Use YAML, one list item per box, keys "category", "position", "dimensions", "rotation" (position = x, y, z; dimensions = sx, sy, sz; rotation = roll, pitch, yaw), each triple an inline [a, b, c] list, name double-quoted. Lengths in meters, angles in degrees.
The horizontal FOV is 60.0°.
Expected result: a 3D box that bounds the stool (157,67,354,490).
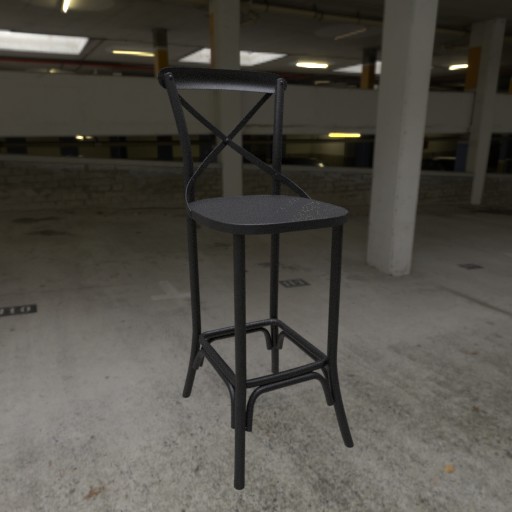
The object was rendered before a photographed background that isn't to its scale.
- category: "stool"
  position: [0.000, 0.000, 1.415]
  dimensions: [0.457, 1.168, 0.584]
  rotation: [-8, 18, -25]
